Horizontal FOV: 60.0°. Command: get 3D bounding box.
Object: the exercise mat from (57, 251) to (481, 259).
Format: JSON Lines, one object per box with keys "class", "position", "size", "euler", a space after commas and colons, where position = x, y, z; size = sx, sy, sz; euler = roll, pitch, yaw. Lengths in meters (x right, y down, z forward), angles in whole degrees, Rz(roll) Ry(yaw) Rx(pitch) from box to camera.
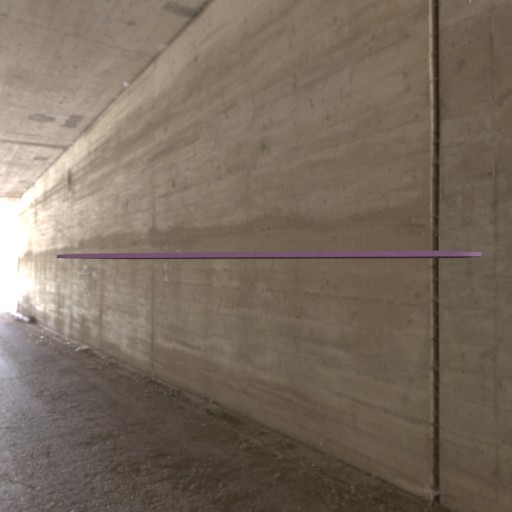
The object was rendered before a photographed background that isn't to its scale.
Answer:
{"class": "exercise mat", "position": [0.000, 0.000, 2.117], "size": [1.869, 0.021, 0.616], "euler": [0, -1, 19]}
